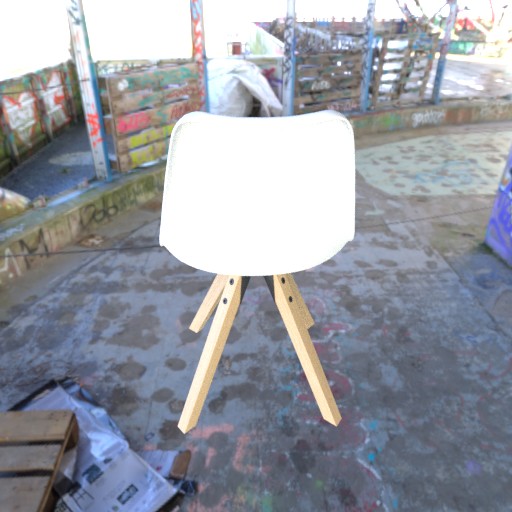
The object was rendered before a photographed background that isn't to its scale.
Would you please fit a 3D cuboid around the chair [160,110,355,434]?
[{"bbox_3d":[0.000,0.000,1.191,0.485,0.850,0.550,-2,29,-3],"label":"chair"}]
